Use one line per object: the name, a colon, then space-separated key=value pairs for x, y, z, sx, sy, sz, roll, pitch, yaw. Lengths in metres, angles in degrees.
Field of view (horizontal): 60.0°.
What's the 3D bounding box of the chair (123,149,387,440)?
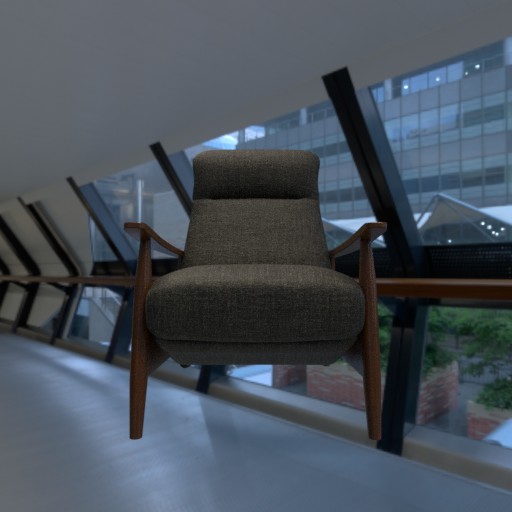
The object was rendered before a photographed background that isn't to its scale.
chair: x=0.000 y=0.000 z=1.772 sx=0.762 sy=1.082 sz=1.014 roll=0 pitch=-1 yaw=0
